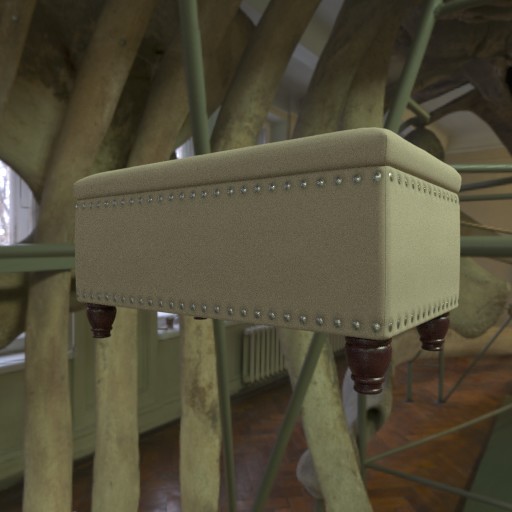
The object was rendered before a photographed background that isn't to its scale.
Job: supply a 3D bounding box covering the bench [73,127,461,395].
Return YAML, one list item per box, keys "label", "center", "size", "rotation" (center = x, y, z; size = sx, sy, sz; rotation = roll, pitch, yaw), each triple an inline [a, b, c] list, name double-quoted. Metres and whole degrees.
- label: "bench"
  center: [0.000, 0.000, 1.147]
  size: [0.887, 0.449, 0.500]
  rotation: [1, 1, 37]
